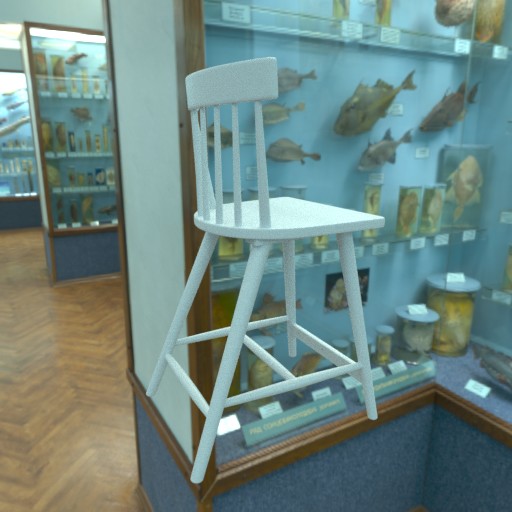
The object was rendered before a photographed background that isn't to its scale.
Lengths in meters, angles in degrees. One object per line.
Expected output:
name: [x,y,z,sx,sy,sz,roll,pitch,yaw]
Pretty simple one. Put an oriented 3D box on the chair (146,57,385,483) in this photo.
chair: [0.000,0.000,1.245,0.572,0.952,0.483,-8,17,-27]
